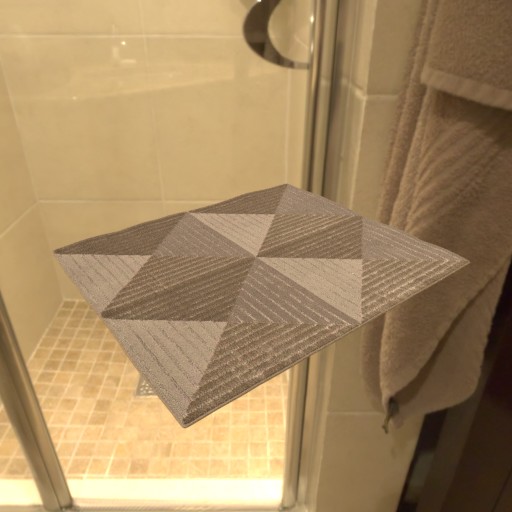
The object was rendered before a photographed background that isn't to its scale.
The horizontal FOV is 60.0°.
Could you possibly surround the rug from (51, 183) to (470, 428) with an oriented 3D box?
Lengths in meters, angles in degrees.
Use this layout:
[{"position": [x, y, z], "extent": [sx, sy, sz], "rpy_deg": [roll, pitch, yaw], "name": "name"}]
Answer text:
[{"position": [0.000, 0.000, 0.881], "extent": [0.642, 0.008, 0.551], "rpy_deg": [-21, 36, -32], "name": "rug"}]
